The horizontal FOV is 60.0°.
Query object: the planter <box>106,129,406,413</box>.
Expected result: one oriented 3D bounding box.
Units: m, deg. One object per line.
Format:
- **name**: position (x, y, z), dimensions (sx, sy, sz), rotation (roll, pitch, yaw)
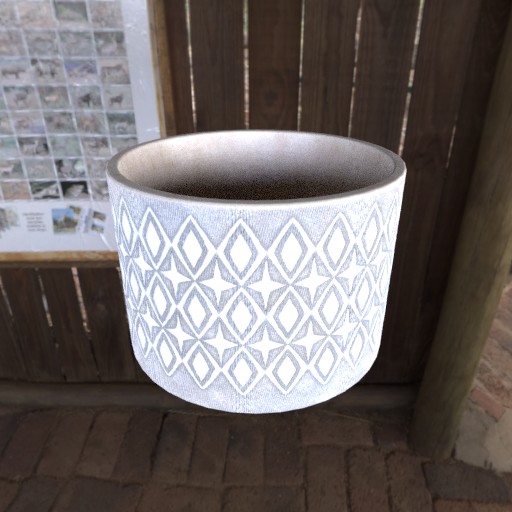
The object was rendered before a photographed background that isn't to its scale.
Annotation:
- **planter**: position (0.000, 0.000, 0.280), dimensions (0.164, 0.127, 0.164), rotation (0, 26, 0)
